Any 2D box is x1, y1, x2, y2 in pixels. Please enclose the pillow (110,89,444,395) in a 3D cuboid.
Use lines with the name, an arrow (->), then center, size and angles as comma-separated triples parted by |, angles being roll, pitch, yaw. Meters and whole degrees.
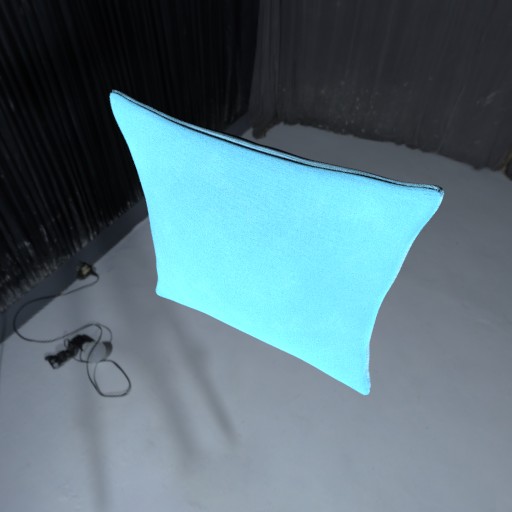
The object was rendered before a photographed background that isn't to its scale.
pillow -> 0.000, 0.000, 0.654 | 0.433, 0.415, 0.151 | 22, 50, 20
